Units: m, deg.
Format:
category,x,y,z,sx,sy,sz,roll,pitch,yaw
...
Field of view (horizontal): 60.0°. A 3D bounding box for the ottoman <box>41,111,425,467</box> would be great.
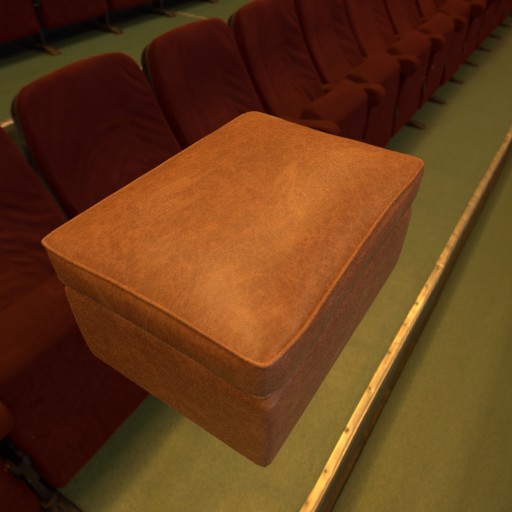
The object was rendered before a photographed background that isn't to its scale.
category,x,y,z,sx,sy,sz,roll,pitch,yaw
ottoman,0.000,0.000,1.107,0.554,0.468,0.756,24,47,24
